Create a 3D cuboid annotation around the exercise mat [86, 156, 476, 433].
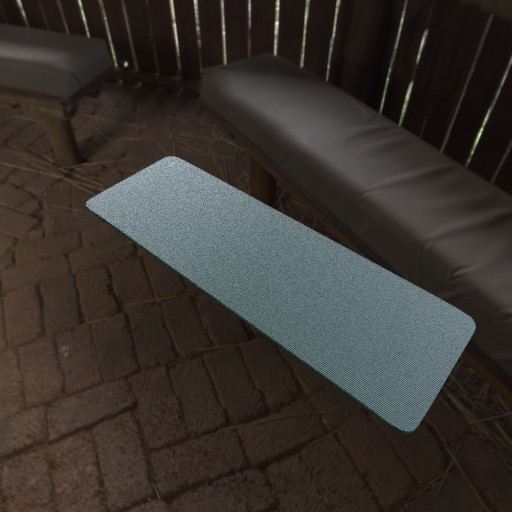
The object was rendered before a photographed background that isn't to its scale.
[{"bbox_3d":[0.000,0.000,2.049,1.869,0.021,0.616,32,54,27],"label":"exercise mat"}]
